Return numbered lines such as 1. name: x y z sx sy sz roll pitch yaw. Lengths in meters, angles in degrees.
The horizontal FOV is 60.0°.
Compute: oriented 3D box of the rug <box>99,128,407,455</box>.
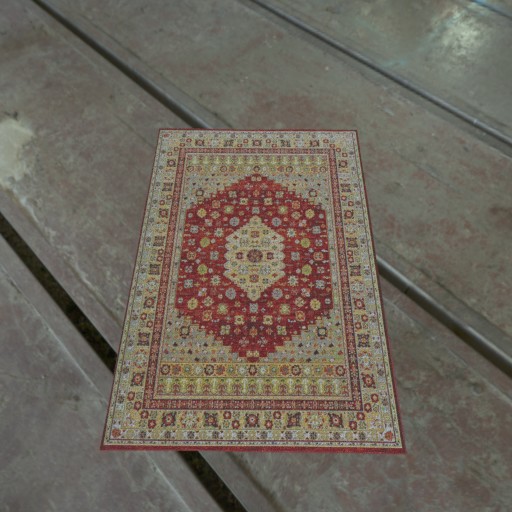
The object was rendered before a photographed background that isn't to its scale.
1. rug: 0.000 0.000 2.198 1.194 0.013 1.802 1 58 0
